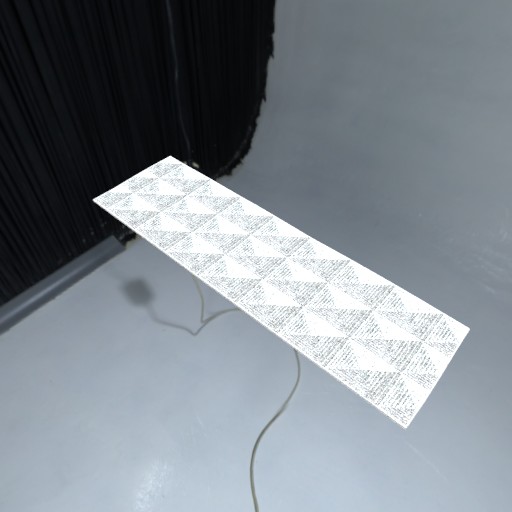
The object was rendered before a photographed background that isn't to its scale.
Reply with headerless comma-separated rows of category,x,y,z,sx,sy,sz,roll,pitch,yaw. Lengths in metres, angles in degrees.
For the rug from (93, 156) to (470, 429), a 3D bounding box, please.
rug,0.000,0.000,2.442,2.182,0.015,0.645,33,55,27
